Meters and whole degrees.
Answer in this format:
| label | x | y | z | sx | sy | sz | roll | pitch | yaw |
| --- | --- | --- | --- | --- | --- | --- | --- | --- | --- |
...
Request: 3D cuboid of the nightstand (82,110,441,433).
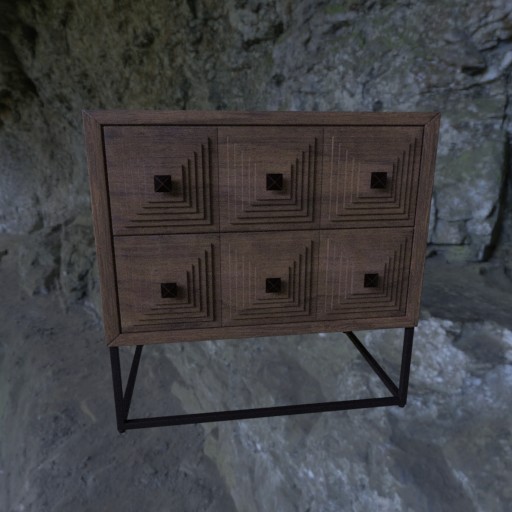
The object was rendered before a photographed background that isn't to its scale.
| label | x | y | z | sx | sy | sz | roll | pitch | yaw |
| --- | --- | --- | --- | --- | --- | --- | --- | --- | --- |
| nightstand | 0.000 | 0.000 | 1.002 | 0.610 | 0.610 | 0.437 | -2 | 16 | -8 |
